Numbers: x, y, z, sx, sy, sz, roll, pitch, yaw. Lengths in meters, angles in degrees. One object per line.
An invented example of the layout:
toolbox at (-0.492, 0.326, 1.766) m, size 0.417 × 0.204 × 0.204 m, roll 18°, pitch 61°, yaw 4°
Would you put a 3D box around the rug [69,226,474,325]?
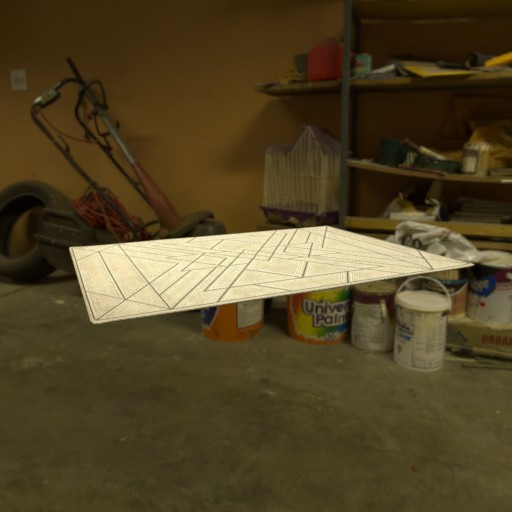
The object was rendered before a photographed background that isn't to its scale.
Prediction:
rug at (0.000, 0.000, 4.483) m, size 3.381 × 0.026 × 2.436 m, roll -6°, pitch 15°, yaw -25°
